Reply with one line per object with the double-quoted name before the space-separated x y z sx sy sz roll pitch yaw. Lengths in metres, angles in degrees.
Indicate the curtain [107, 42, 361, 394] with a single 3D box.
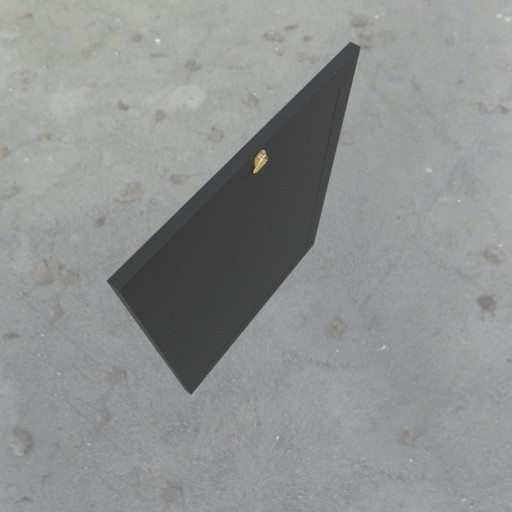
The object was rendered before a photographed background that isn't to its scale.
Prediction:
"curtain" 0.000 0.000 0.813 0.027 0.585 0.483 34 67 16
